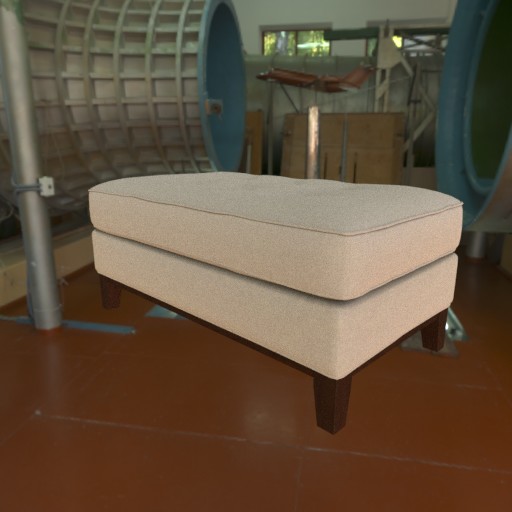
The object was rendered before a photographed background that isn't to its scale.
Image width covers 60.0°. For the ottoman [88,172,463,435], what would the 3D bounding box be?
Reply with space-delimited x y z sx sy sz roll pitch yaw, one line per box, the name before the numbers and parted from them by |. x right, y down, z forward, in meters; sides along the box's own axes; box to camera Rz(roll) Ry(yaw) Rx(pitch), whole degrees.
ottoman | 0.000 0.000 1.500 1.143 0.508 0.648 15 21 43
